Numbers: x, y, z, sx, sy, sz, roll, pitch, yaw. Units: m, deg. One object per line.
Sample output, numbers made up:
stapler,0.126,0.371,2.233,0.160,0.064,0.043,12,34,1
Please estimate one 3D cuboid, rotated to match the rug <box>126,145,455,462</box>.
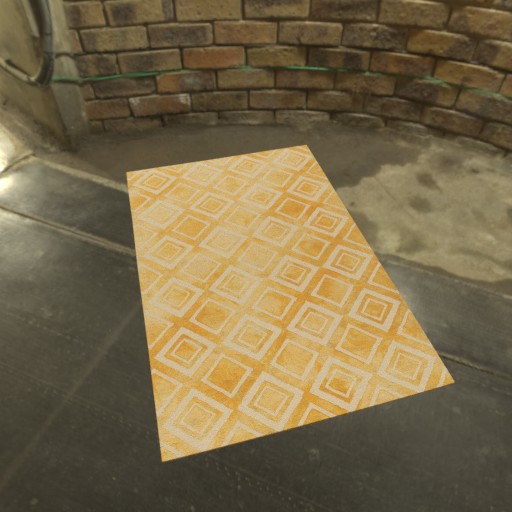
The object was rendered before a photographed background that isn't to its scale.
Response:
rug,0.000,0.000,2.324,1.213,0.010,1.829,-11,48,-10
